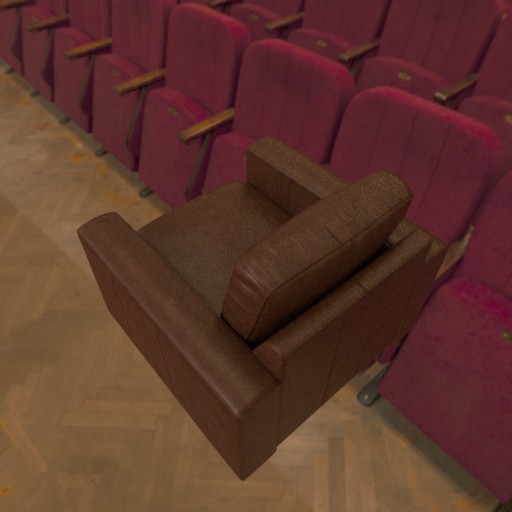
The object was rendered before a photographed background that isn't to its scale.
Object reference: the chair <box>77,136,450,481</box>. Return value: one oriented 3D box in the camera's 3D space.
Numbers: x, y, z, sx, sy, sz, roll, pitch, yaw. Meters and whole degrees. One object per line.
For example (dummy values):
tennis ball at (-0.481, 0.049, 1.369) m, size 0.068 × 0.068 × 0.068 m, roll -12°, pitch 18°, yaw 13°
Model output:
chair at (0.000, 0.000, 1.734) m, size 1.005 × 0.873 × 1.016 m, roll -32°, pitch 55°, yaw -26°
